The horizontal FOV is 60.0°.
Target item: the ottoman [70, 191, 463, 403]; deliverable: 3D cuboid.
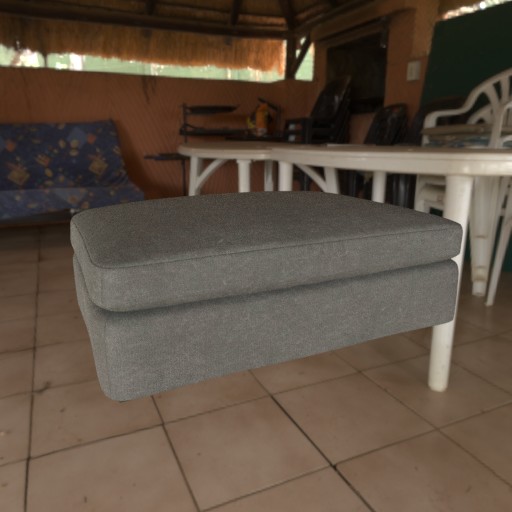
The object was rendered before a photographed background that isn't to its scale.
[{"bbox_3d":[0.000,0.000,1.606,1.199,0.429,0.840,-7,17,-25],"label":"ottoman"}]
